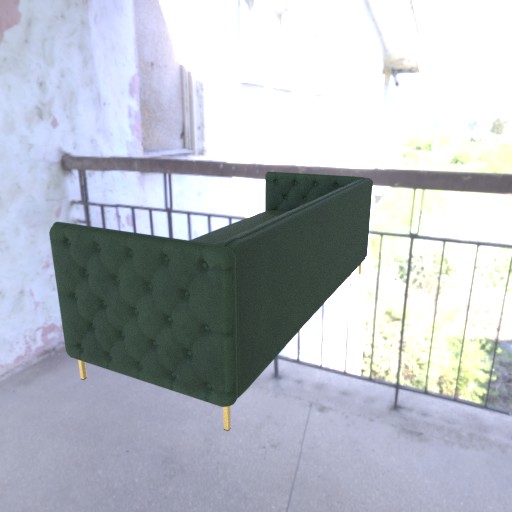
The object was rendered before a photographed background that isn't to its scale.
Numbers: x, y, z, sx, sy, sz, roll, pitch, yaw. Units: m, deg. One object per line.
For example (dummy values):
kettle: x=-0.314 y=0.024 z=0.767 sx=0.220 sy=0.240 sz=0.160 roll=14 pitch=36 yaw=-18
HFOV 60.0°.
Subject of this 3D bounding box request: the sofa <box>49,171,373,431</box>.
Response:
sofa: x=0.000 y=0.000 z=2.694 sx=0.895 sy=0.771 sz=2.209 roll=9 pitch=19 yaw=26
